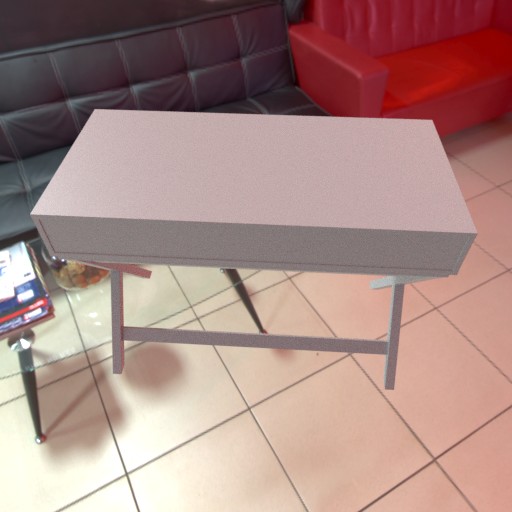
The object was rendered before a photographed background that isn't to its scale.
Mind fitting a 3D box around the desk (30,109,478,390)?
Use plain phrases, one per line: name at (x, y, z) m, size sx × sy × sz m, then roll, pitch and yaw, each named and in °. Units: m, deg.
desk at (0.000, 0.000, 1.506) m, size 1.057 × 0.780 × 0.525 m, roll 3°, pitch 47°, yaw 2°
